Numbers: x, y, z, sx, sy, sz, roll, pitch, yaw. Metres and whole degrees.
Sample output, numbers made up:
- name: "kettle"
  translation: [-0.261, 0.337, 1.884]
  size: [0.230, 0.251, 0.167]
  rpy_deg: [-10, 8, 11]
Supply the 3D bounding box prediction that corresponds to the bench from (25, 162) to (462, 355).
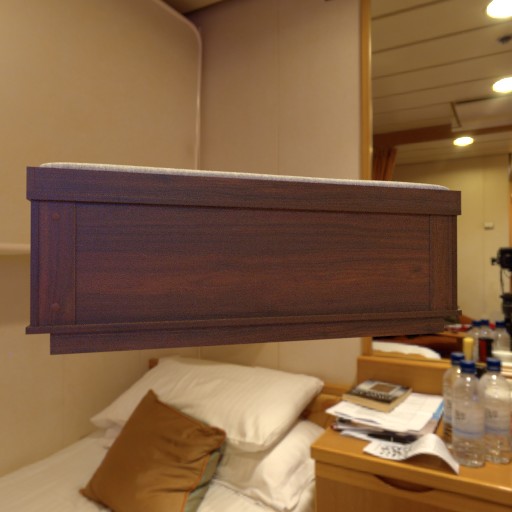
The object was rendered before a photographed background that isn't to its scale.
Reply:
- name: "bench"
  translation: [0.000, 0.000, 1.349]
  size: [1.196, 0.468, 0.367]
  rpy_deg: [0, -1, -17]
